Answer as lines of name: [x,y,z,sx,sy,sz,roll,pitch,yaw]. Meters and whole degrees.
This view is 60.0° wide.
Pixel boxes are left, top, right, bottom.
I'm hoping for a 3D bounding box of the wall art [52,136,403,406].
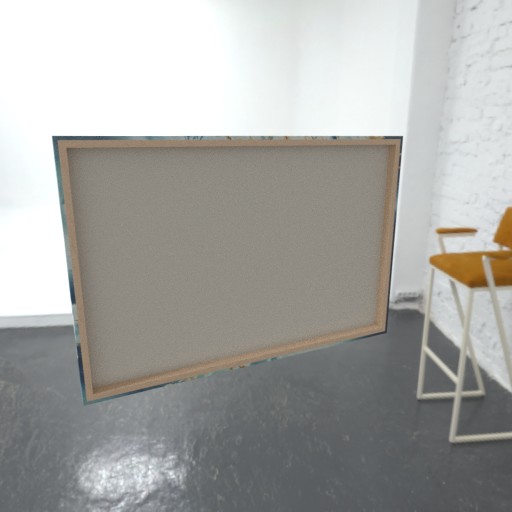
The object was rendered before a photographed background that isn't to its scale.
wall art: [0.000,0.000,1.163,0.912,0.608,0.038,-7,17,-25]
